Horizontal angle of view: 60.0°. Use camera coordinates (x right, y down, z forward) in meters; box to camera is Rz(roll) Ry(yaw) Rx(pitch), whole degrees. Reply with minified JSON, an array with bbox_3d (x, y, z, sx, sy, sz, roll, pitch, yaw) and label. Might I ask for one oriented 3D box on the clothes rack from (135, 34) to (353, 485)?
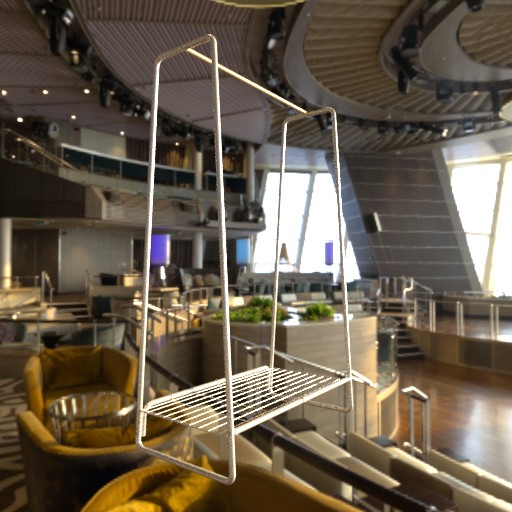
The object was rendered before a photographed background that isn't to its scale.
[{"bbox_3d":[0.000,0.000,1.928,0.495,1.500,0.900,-1,-2,37],"label":"clothes rack"}]
